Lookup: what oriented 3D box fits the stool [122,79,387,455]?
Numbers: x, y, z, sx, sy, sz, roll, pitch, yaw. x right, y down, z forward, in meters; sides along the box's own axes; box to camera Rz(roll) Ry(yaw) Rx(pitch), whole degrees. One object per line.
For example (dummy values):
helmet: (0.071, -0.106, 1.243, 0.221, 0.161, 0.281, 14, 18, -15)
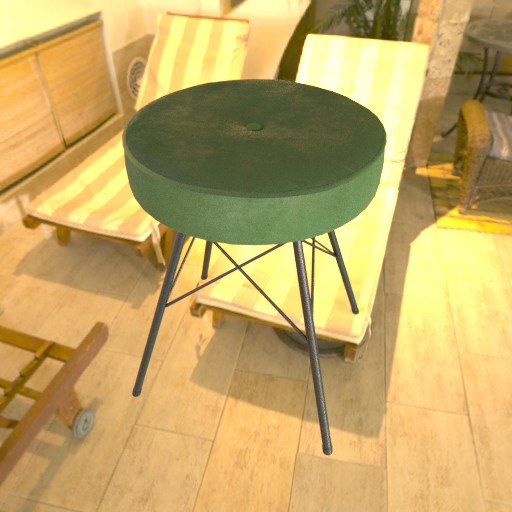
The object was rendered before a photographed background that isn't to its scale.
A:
stool: (0.000, 0.000, 0.906, 0.457, 0.595, 0.430, 12, 42, 13)
